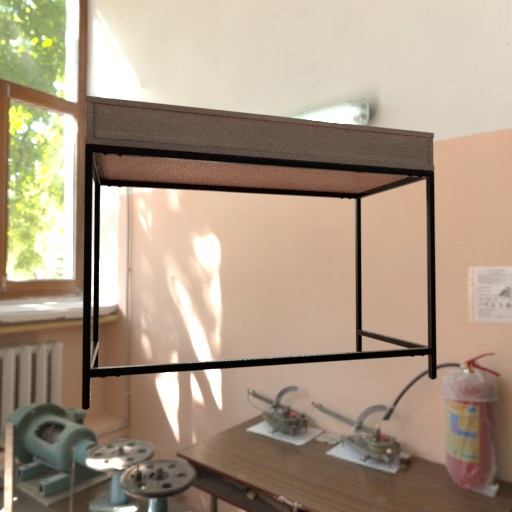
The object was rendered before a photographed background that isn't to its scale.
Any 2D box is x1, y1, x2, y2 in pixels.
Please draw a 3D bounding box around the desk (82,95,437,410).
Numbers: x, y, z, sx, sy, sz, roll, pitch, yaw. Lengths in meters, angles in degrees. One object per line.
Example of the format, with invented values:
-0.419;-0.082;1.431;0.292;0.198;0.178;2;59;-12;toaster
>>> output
0.000;0.000;1.444;1.016;0.762;0.470;1;-2;-17;desk
